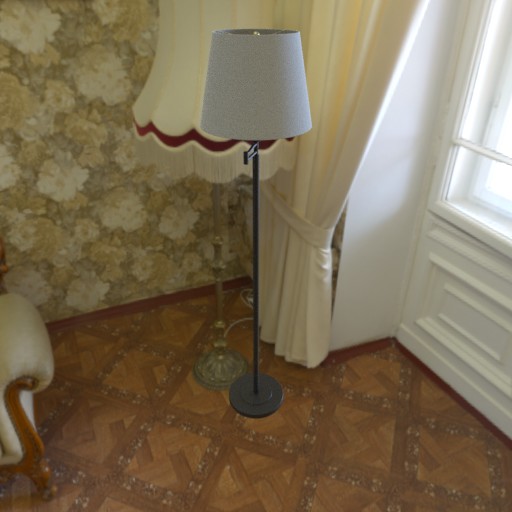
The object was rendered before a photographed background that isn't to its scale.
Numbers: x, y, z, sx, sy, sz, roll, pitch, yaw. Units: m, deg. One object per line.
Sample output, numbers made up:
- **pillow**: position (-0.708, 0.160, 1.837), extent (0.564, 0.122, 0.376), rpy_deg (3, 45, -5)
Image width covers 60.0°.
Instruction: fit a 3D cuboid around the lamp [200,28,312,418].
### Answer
- **lamp**: position (0.000, 0.000, 1.626), extent (0.348, 1.473, 0.348), rpy_deg (9, 32, 15)
